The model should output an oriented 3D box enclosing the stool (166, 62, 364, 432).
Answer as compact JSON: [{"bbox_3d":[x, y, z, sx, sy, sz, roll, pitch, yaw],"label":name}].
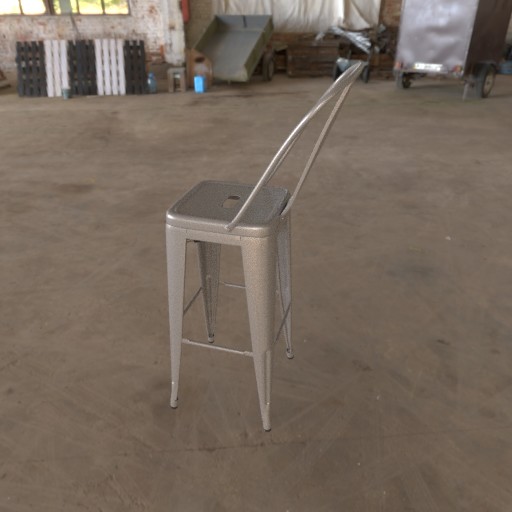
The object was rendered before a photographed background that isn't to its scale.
[{"bbox_3d":[0.000,0.000,1.352,0.513,1.096,0.399,8,31,14],"label":"stool"}]
